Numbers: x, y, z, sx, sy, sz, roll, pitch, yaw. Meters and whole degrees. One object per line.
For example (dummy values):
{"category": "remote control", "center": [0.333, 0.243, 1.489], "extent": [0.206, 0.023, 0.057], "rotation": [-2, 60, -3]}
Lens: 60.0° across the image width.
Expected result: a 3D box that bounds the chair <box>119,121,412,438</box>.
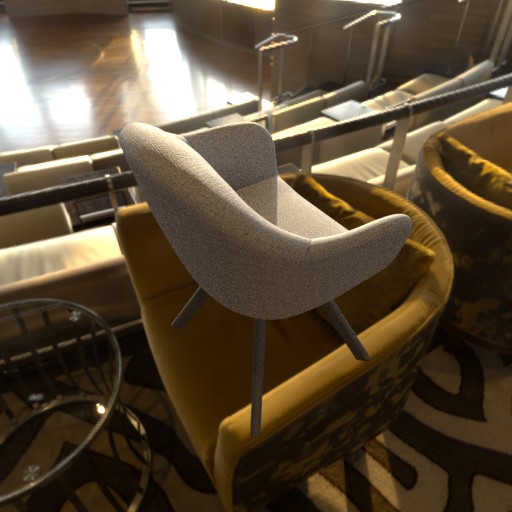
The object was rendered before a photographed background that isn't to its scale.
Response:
{"category": "chair", "center": [0.000, 0.000, 1.172], "extent": [0.550, 0.795, 0.590], "rotation": [-25, 47, -26]}
